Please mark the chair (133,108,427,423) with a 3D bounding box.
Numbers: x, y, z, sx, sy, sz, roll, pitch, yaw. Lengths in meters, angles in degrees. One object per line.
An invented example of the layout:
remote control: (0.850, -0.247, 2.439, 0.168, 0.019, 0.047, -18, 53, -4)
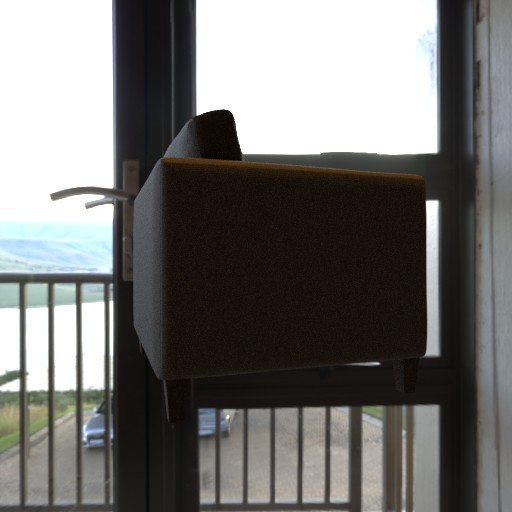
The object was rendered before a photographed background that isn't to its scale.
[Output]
chair: (0.000, 0.000, 1.889, 0.959, 0.963, 1.107, 0, 0, -19)
